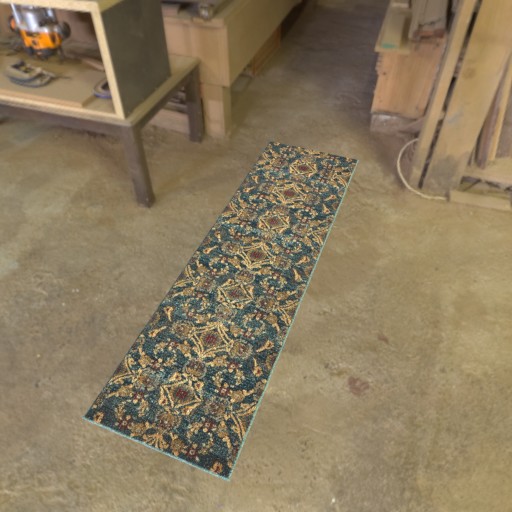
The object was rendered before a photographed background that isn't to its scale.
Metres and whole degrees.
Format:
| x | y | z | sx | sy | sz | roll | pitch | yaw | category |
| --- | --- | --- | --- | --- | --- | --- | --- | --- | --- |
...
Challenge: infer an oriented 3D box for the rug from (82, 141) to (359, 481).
| x | y | z | sx | sy | sz | roll | pitch | yaw | category |
| --- | --- | --- | --- | --- | --- | --- | --- | --- | --- |
| 0.000 | 0.000 | 2.520 | 0.685 | 0.014 | 2.292 | 16 | 49 | 15 | rug |
